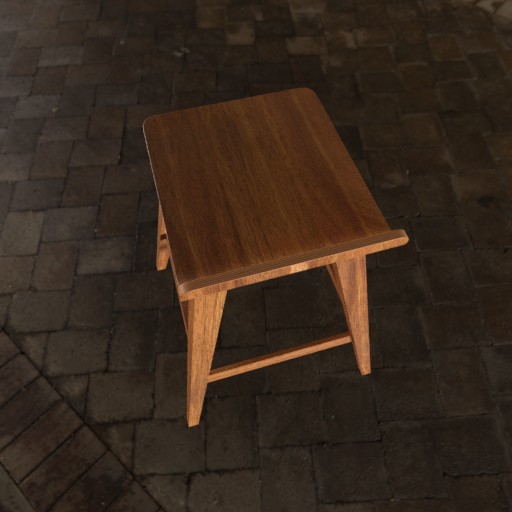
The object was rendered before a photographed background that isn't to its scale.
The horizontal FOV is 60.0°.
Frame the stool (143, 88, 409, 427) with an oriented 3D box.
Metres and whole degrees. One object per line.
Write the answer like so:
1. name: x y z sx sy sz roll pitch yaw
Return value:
1. stool: 0.000 0.000 1.012 0.500 0.650 0.500 -14 59 -8
